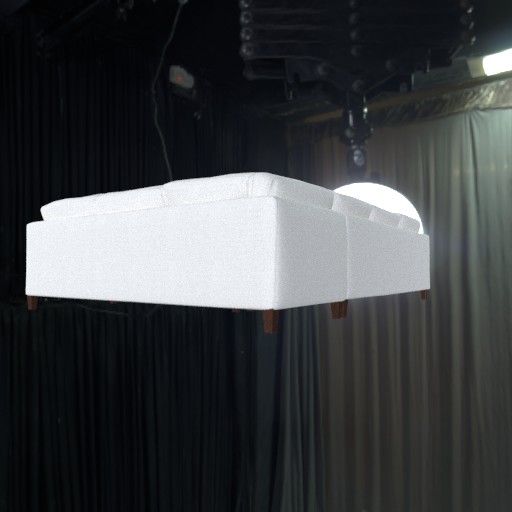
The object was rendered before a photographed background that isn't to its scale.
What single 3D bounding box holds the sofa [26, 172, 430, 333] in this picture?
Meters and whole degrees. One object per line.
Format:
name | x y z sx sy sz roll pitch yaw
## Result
sofa | 0.000 0.000 4.401 2.593 0.947 3.302 -1 -2 35
